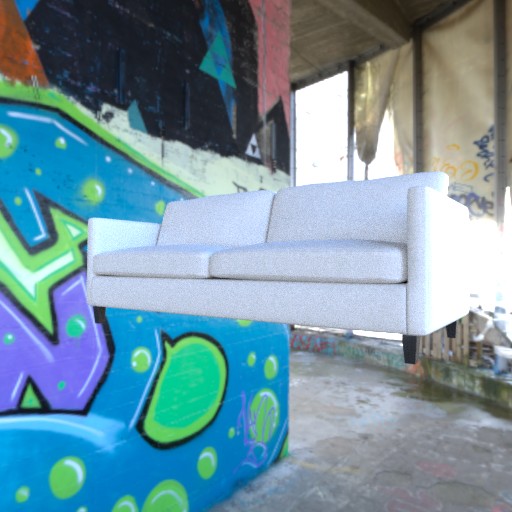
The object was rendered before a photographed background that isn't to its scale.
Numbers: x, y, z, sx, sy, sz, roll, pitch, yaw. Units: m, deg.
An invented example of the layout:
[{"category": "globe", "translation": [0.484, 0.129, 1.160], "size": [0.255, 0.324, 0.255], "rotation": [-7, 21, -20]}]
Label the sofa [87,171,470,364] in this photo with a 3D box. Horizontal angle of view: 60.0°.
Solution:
[{"category": "sofa", "translation": [0.000, 0.000, 2.919], "size": [2.434, 0.965, 0.948], "rotation": [-1, -1, 35]}]
